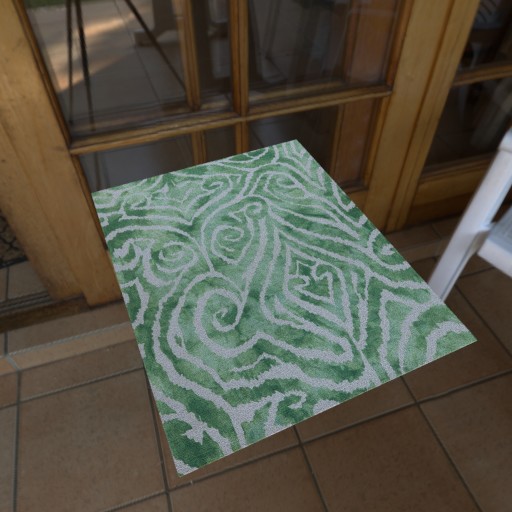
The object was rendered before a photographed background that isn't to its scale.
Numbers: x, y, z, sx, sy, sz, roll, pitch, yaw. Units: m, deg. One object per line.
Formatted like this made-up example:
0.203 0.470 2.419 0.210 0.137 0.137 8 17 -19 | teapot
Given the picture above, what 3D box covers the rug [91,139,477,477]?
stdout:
0.000 0.000 4.071 2.436 0.007 3.045 -18 50 -16 | rug
